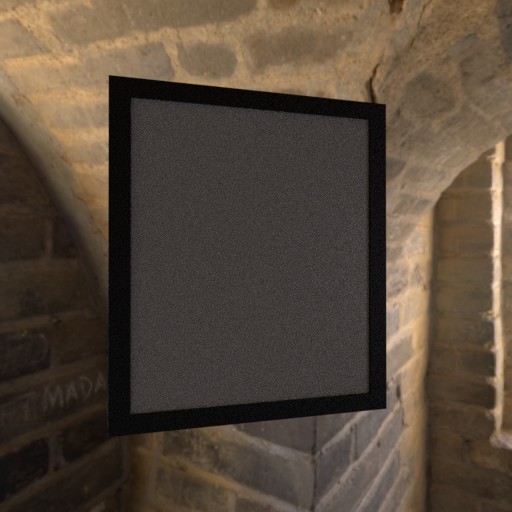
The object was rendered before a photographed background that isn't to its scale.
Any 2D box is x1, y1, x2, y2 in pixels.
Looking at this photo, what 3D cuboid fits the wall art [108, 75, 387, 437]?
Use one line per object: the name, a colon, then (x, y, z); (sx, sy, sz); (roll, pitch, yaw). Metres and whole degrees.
wall art: (0.000, 0.000, 0.524); (0.330, 0.381, 0.029); (0, 0, -16)
